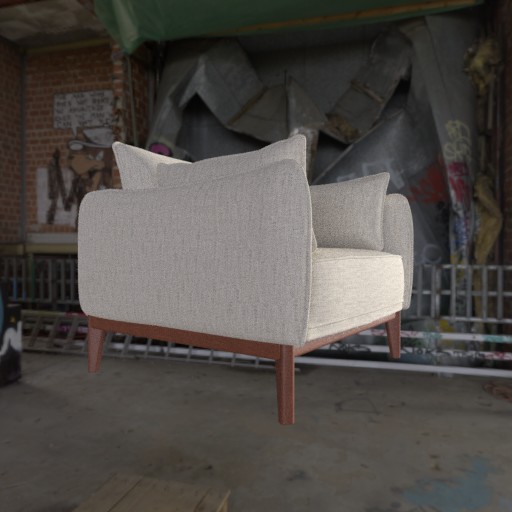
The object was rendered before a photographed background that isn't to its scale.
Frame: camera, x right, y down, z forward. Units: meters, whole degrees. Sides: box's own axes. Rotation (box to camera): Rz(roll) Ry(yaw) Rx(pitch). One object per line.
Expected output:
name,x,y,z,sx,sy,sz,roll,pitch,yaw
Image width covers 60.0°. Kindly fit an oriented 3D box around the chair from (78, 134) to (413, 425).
chair,0.000,0.000,1.748,0.991,0.855,0.994,1,1,36
